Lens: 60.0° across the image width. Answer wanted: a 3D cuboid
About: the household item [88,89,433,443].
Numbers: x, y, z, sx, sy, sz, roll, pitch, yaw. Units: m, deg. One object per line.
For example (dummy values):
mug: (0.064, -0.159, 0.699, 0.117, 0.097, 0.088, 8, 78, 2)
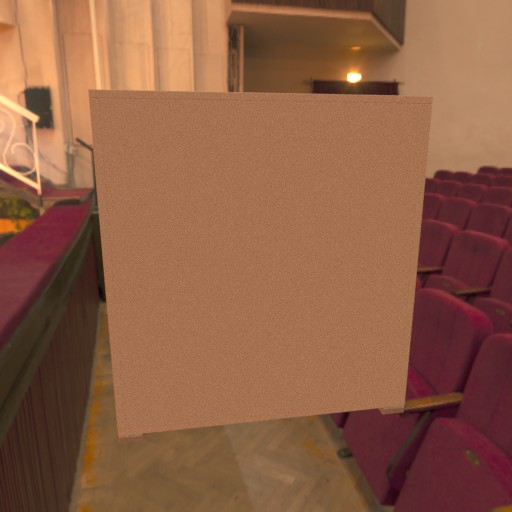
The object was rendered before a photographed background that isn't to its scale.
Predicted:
household item: (0.000, 0.000, 1.316, 0.800, 0.870, 0.420, -2, 14, -10)
